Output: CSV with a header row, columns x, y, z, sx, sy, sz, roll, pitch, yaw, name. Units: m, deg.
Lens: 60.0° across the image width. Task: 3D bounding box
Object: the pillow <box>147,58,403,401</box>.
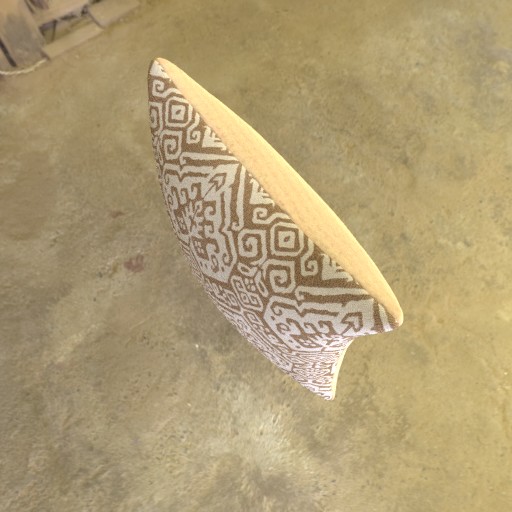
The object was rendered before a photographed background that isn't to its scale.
x,y,z,sx,sy,sz,roll,pitch,yaw,name
0.000,0.000,0.631,0.173,0.407,0.419,-34,68,-15,pillow
